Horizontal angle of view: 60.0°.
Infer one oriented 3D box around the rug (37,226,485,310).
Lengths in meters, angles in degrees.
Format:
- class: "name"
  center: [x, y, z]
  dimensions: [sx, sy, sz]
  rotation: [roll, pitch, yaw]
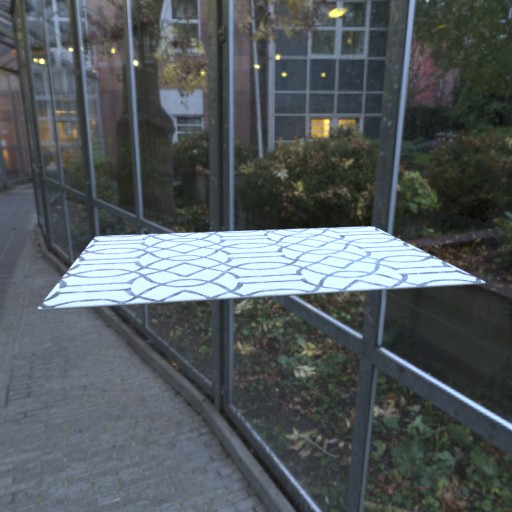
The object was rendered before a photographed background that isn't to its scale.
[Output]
- class: "rug"
  center: [0.000, 0.000, 3.016]
  dimensions: [2.365, 0.017, 1.521]
  rotation: [-3, 16, -9]
